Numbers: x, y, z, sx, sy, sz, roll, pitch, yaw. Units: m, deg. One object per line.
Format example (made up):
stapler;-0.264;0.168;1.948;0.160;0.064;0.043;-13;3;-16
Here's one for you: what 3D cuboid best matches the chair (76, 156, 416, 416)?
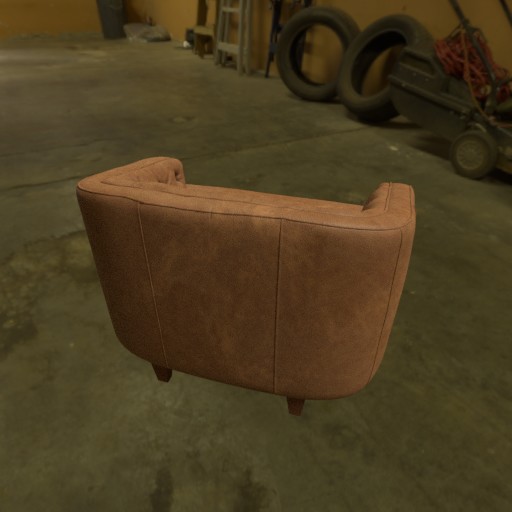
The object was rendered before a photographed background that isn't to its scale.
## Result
chair;0.000;0.000;1.755;1.119;0.836;0.911;9;33;15
